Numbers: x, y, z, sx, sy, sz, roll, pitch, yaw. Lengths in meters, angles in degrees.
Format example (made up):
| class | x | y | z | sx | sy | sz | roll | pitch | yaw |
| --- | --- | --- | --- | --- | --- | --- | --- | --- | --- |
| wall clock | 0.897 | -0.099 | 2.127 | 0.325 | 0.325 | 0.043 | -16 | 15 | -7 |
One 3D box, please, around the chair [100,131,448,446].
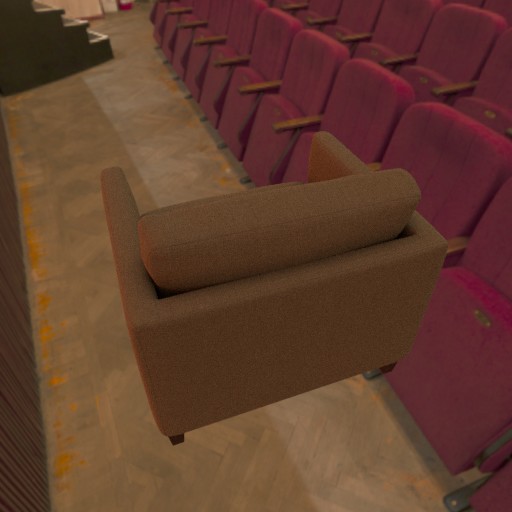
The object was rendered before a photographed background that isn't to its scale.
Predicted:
| class | x | y | z | sx | sy | sz | roll | pitch | yaw |
| --- | --- | --- | --- | --- | --- | --- | --- | --- | --- |
| chair | 0.000 | 0.000 | 1.865 | 1.107 | 0.963 | 0.959 | -14 | 43 | -15 |
